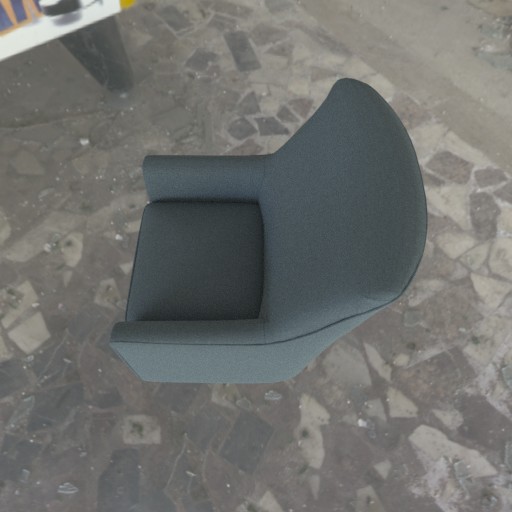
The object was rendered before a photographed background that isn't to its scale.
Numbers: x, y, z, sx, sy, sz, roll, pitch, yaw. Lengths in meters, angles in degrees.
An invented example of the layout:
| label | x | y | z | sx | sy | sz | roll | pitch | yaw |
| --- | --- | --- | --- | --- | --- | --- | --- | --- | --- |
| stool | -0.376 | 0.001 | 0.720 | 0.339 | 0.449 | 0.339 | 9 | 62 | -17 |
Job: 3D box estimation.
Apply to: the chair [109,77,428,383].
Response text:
| label | x | y | z | sx | sy | sz | roll | pitch | yaw |
| --- | --- | --- | --- | --- | --- | --- | --- | --- | --- |
| chair | 0.000 | 0.000 | 1.552 | 0.879 | 0.916 | 0.756 | 1 | 60 | 0 |
